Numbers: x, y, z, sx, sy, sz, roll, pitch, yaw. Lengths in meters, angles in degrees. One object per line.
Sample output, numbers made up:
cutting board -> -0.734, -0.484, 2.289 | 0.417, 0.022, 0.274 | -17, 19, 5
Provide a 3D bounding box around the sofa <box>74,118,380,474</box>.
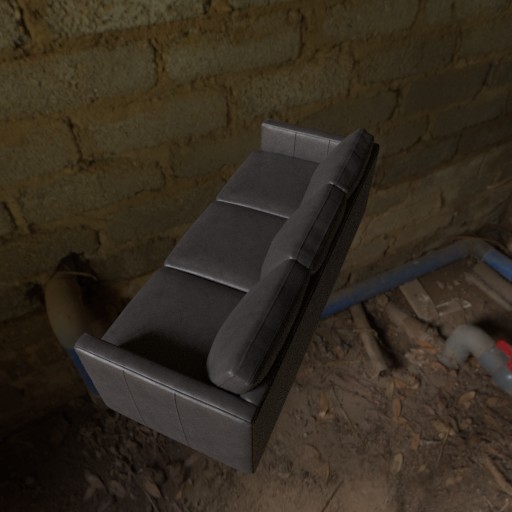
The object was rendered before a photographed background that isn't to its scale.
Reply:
sofa -> 0.000, 0.000, 3.047 | 1.045, 1.006, 2.464 | 18, 49, 16
